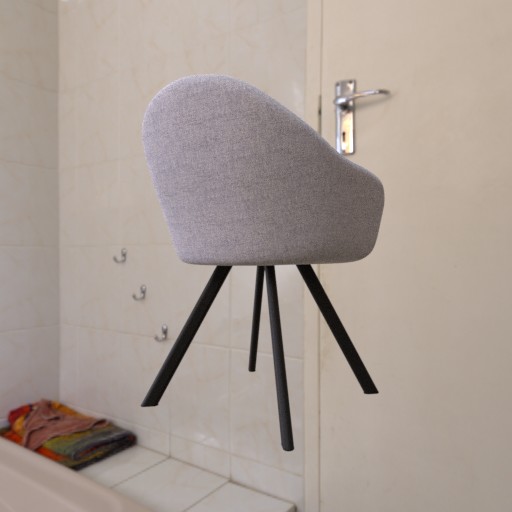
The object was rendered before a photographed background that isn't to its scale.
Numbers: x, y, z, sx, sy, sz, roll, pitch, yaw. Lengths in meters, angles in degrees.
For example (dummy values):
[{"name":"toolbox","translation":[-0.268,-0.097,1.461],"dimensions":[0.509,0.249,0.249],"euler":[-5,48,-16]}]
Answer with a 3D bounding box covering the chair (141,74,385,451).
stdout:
[{"name":"chair","translation":[0.000,0.000,1.177],"dimensions":[0.540,0.780,0.570],"euler":[0,0,36]}]
